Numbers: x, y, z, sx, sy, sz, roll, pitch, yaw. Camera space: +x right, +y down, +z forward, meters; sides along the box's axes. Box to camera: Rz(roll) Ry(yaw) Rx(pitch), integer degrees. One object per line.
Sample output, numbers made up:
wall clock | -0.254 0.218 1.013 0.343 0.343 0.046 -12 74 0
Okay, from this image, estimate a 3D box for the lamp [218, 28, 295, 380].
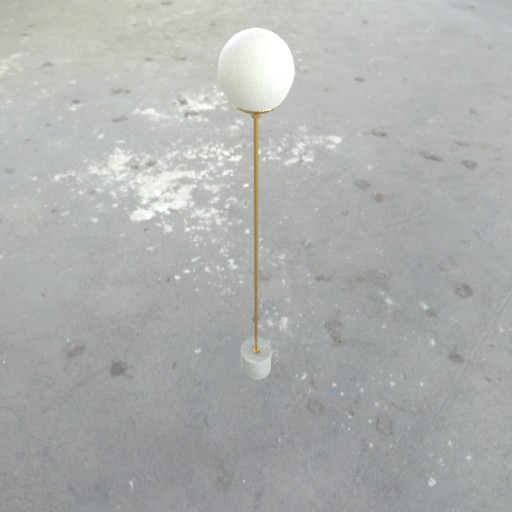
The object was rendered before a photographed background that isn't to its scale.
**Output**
lamp | 0.000 0.000 1.834 0.224 1.753 0.224 33 54 28
